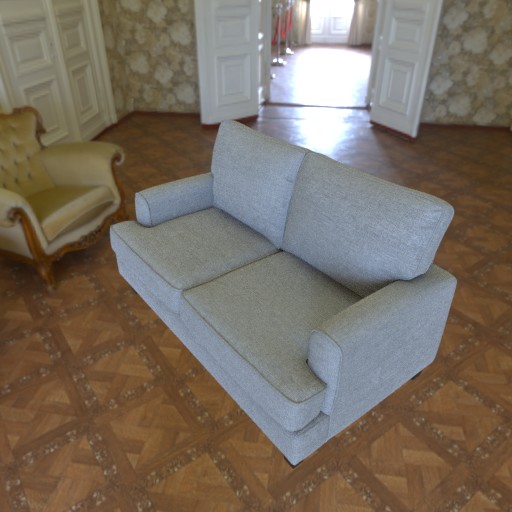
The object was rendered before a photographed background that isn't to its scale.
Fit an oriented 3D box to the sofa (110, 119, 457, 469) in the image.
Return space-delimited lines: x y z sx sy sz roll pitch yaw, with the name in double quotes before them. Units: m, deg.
"sofa" 0.000 0.000 2.241 0.965 0.965 1.651 -22 38 -31
